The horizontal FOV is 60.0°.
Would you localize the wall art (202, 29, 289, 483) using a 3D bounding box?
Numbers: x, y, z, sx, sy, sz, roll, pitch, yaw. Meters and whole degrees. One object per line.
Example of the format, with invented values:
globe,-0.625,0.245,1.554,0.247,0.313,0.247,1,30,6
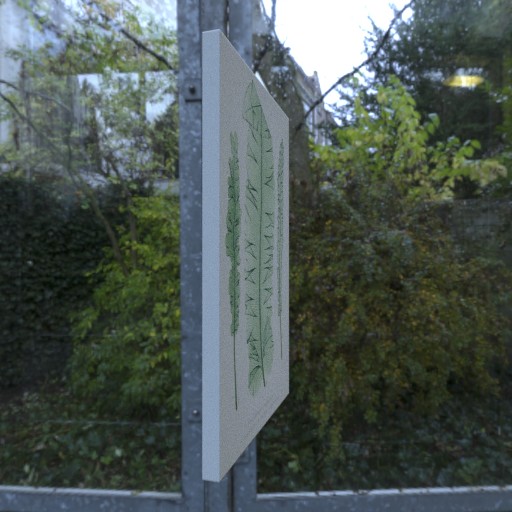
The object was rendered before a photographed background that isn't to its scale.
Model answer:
wall art,0.000,0.000,1.190,0.038,0.914,0.610,0,0,17
